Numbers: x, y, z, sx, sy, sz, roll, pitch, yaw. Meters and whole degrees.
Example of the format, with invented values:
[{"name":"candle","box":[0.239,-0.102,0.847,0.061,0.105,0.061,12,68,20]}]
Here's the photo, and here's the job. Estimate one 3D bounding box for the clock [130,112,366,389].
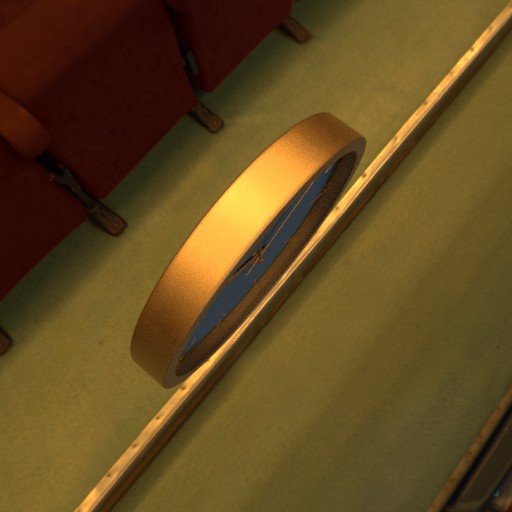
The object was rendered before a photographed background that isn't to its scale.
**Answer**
[{"name":"clock","box":[0.000,0.000,0.462,0.040,0.314,0.314,39,78,10]}]
